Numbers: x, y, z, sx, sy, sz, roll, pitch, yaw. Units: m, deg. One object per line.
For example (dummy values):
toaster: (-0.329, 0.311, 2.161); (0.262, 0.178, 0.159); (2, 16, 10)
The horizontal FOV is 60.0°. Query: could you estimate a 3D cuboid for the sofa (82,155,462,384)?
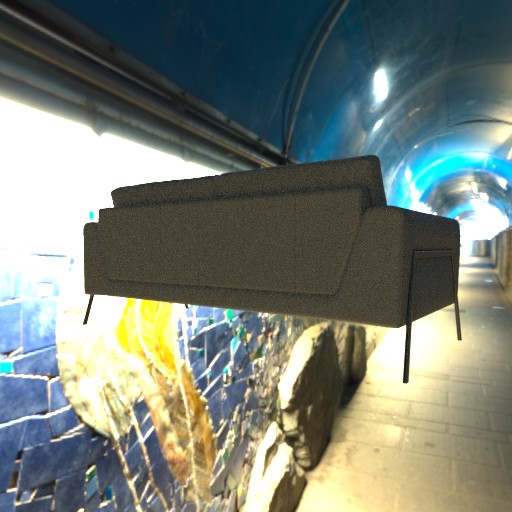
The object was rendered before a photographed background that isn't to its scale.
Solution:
sofa: (0.000, 0.000, 2.549); (2.017, 0.875, 0.953); (1, 2, 36)
